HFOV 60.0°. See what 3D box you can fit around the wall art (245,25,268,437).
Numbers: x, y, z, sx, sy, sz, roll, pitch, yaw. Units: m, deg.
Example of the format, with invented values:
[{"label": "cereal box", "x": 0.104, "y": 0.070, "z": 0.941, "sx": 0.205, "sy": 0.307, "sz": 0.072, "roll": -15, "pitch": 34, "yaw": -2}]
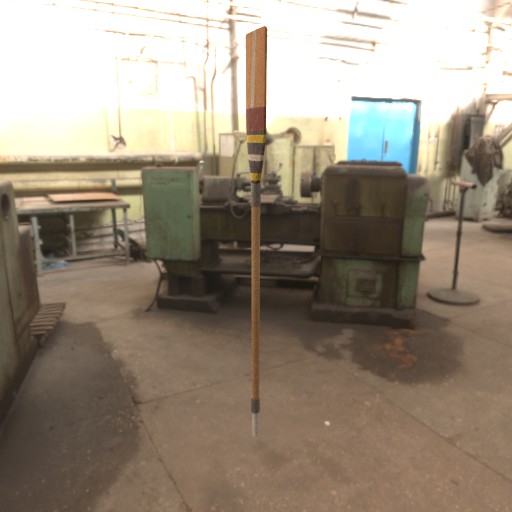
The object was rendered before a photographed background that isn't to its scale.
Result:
[{"label": "wall art", "x": 0.000, "y": 0.000, "z": 1.668, "sx": 0.038, "sy": 1.556, "sz": 0.146, "roll": -7, "pitch": 16, "yaw": -26}]
